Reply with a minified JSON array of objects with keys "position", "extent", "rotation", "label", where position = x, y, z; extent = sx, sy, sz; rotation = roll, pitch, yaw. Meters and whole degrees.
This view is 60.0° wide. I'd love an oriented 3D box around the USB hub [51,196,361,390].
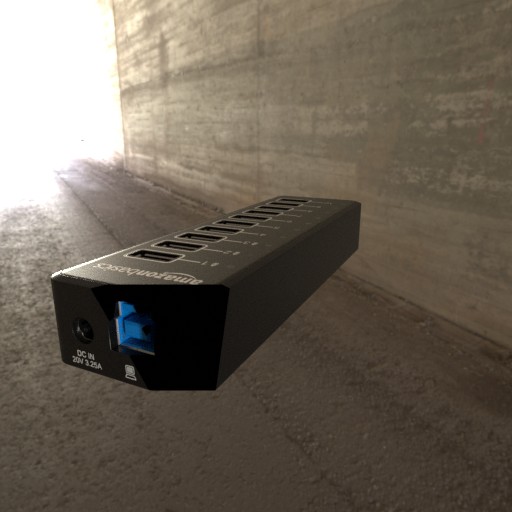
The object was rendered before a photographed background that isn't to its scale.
[{"position":[0.000,0.000,0.163],"extent":[0.044,0.023,0.145],"rotation":[8,18,25],"label":"USB hub"}]
